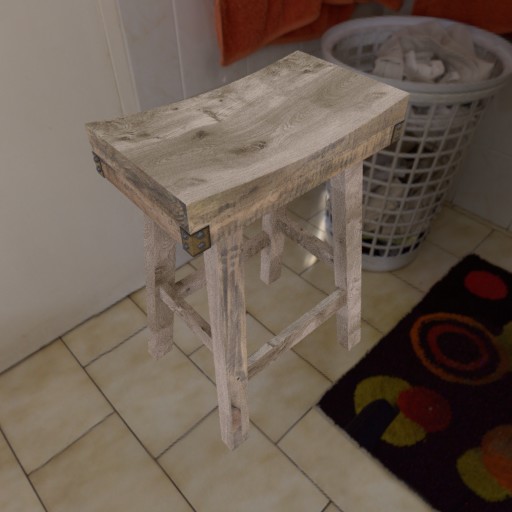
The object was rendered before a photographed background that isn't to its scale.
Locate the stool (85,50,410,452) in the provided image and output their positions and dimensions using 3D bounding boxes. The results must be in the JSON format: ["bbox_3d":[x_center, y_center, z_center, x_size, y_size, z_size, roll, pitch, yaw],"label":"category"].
[{"bbox_3d":[0.000,0.000,0.899,0.450,0.635,0.330,-32,53,-28],"label":"stool"}]
